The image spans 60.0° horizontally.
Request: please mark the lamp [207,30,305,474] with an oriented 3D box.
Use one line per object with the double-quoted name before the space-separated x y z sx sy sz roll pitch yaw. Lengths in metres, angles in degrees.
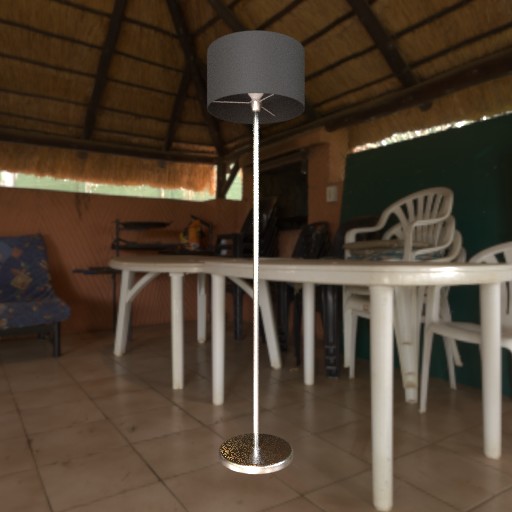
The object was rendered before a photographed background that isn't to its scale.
"lamp" 0.000 0.000 1.596 0.348 1.443 0.348 0 1 -34
